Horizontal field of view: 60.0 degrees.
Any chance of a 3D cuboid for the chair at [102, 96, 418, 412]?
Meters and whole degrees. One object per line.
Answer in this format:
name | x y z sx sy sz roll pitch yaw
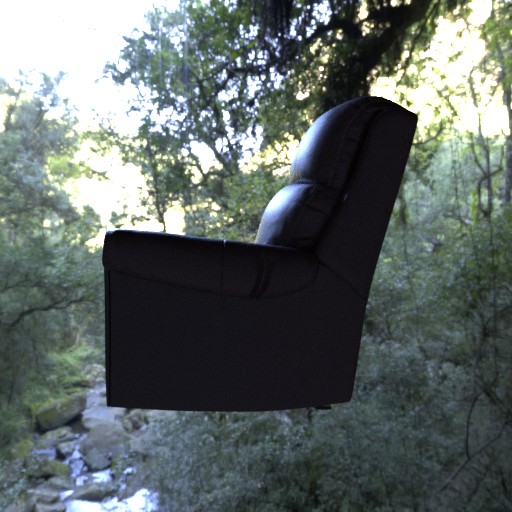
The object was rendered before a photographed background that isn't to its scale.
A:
chair | 0.000 0.000 1.726 1.014 1.054 0.838 0 1 1
